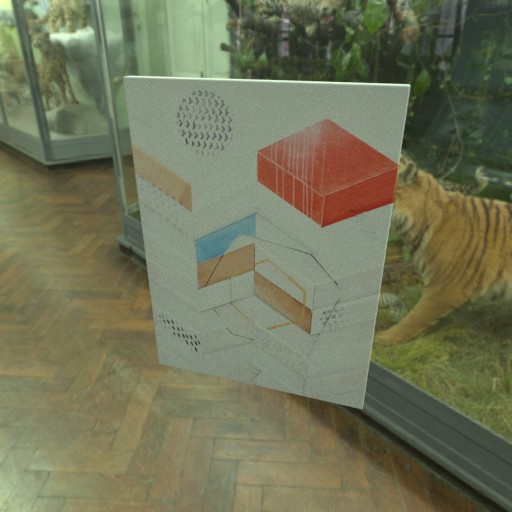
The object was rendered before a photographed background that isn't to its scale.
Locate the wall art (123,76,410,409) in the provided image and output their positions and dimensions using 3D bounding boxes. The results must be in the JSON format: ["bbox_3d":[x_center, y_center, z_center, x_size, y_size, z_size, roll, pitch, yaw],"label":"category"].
[{"bbox_3d":[0.000,0.000,1.370,0.759,1.014,0.045,8,28,16],"label":"wall art"}]
